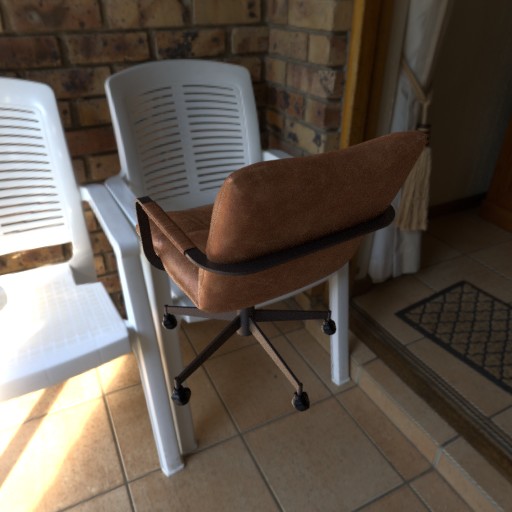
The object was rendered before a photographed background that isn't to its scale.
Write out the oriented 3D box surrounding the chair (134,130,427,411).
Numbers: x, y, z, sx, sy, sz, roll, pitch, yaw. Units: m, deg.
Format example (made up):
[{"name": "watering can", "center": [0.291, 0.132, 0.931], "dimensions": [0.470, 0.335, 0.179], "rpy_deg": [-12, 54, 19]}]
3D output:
[{"name": "chair", "center": [0.000, 0.000, 1.462], "dimensions": [0.727, 0.922, 0.754], "rpy_deg": [-18, 36, -27]}]
